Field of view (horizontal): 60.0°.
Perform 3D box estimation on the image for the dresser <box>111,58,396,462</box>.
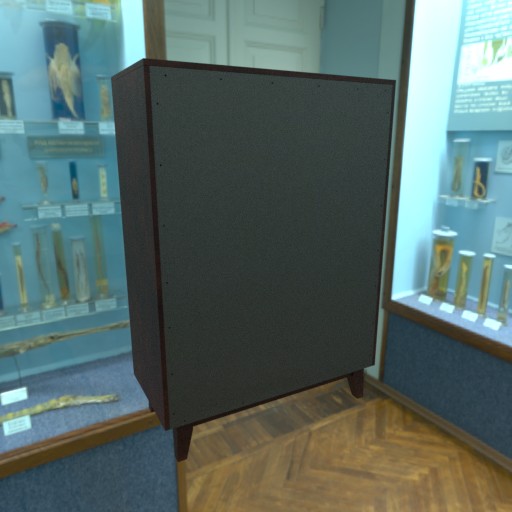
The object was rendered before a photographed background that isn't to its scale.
[{"bbox_3d":[0.000,0.000,2.024,1.072,1.514,0.506,-8,17,-28],"label":"dresser"}]
